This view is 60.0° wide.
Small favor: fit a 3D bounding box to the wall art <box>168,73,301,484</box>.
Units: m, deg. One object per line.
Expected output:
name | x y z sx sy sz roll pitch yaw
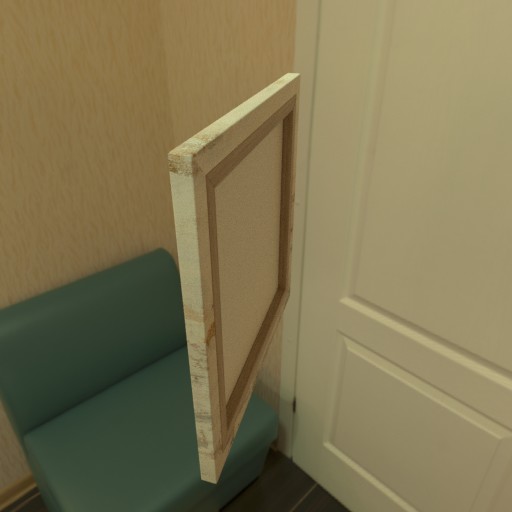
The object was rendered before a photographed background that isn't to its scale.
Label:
wall art | 0.000 0.000 1.116 0.038 0.755 0.753 9 32 14
